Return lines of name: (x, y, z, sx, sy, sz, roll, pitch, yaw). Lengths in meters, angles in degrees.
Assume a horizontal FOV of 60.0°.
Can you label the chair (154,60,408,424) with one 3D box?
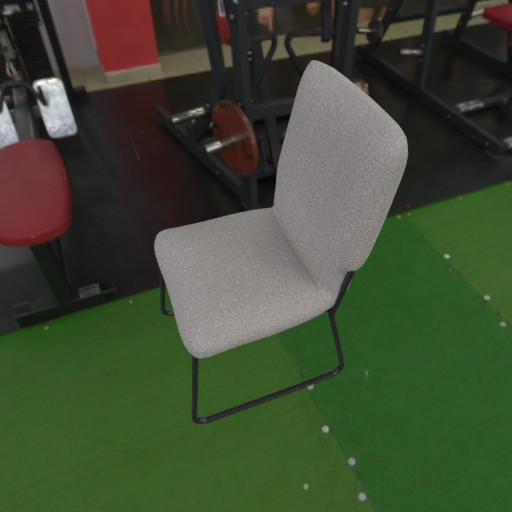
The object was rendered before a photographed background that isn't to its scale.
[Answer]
chair: (0.000, 0.000, 1.220, 0.560, 0.864, 0.448, -15, 49, -14)
